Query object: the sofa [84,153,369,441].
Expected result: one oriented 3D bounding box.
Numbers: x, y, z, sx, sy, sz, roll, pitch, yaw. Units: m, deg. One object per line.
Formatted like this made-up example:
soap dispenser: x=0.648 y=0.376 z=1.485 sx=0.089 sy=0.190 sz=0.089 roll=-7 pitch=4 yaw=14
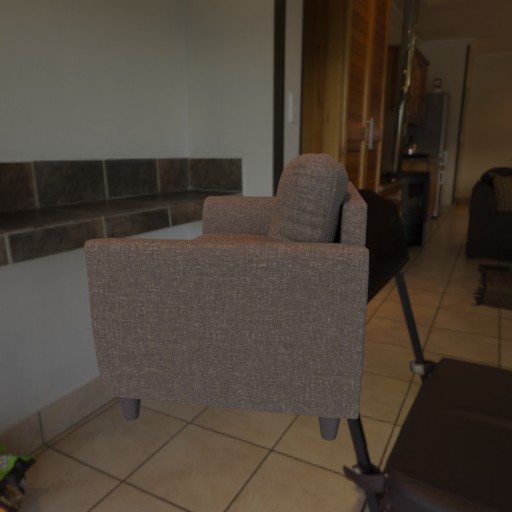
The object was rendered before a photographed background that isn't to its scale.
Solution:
sofa: x=0.000 y=0.000 z=1.960 sx=0.851 sy=0.885 sz=1.423 roll=2 pitch=13 yaw=9
